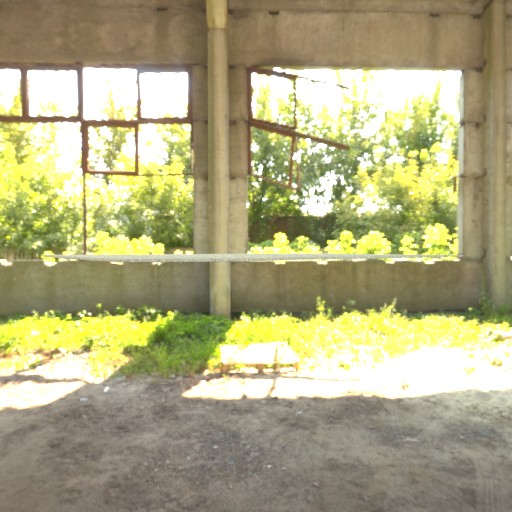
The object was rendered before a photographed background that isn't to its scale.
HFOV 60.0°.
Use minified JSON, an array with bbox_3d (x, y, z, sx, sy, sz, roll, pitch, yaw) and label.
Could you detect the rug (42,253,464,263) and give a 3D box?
[{"bbox_3d":[0.000,0.000,2.341,1.850,0.015,1.250,-1,1,-36],"label":"rug"}]
